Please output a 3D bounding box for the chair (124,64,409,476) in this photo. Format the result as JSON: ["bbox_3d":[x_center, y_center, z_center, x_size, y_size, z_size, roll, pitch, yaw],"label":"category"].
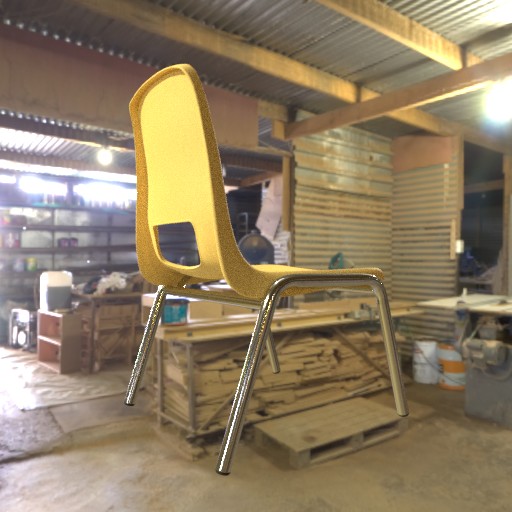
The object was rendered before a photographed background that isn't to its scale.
[{"bbox_3d":[0.000,0.000,0.767,0.385,0.536,0.354,0,0,-37],"label":"chair"}]
